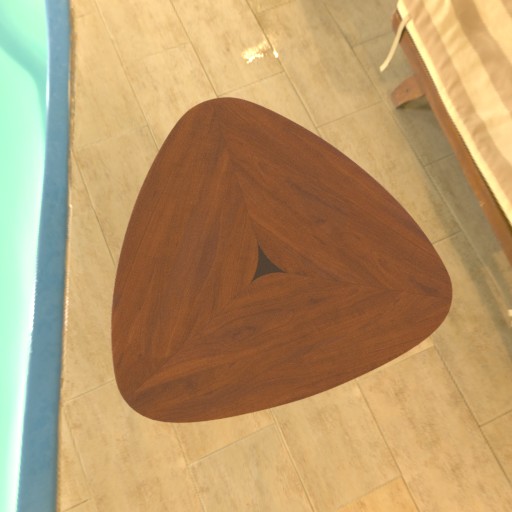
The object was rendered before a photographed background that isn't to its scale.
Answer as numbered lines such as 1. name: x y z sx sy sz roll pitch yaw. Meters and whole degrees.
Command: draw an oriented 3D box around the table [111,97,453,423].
1. table: 0.000 0.000 1.311 0.833 0.413 0.821 -17 75 -5
